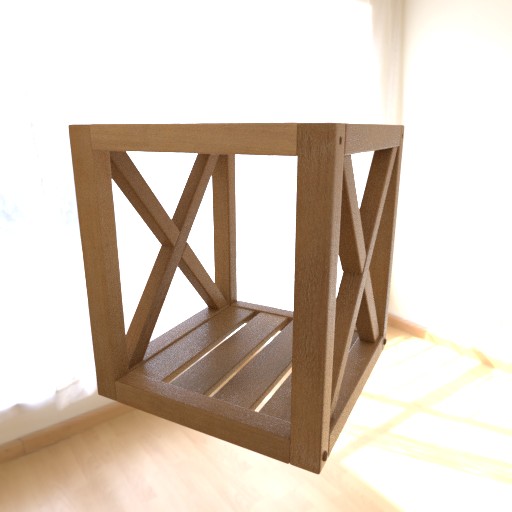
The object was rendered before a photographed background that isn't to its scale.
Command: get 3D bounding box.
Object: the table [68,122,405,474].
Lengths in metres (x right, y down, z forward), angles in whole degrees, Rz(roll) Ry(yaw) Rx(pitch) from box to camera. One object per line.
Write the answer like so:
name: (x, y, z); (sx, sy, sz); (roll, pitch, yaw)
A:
table: (0.000, 0.000, 1.071); (0.558, 0.610, 0.559); (8, 18, 26)
